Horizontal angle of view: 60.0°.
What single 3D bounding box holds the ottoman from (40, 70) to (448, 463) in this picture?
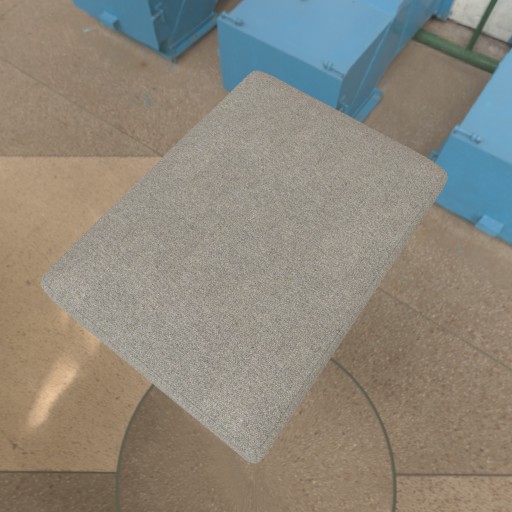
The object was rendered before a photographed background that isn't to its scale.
[{"bbox_3d":[0.000,0.000,1.181,0.611,0.441,0.821,34,69,15],"label":"ottoman"}]
